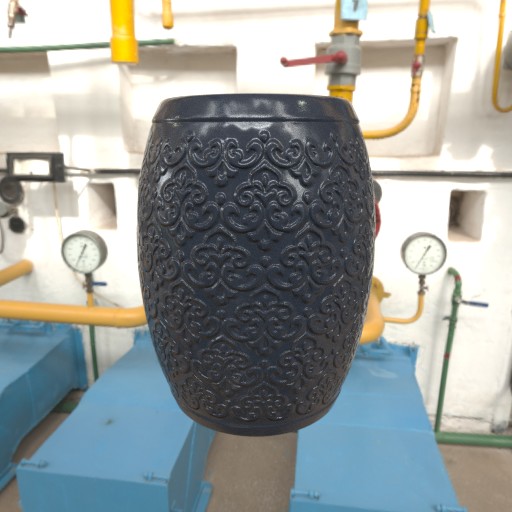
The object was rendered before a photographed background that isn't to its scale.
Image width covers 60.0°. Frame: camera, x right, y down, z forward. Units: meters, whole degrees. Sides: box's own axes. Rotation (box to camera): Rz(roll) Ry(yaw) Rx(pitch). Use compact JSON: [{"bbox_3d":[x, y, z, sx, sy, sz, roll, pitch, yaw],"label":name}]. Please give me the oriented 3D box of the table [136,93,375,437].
[{"bbox_3d":[0.000,0.000,0.598,0.309,0.397,0.309,0,15,0],"label":"table"}]
